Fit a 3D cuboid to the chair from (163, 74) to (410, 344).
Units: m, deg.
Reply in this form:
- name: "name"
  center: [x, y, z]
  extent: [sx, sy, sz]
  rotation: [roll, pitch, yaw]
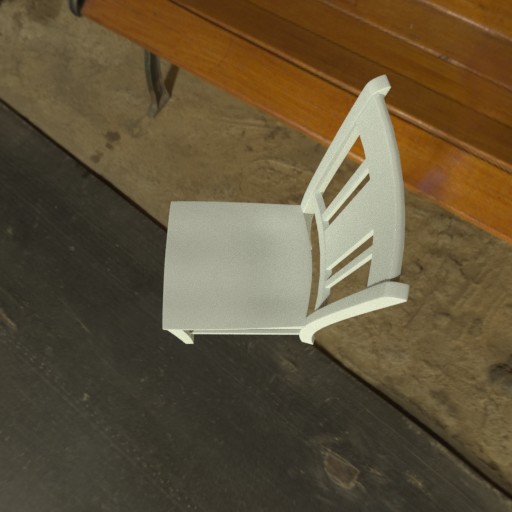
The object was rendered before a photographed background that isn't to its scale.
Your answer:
- name: "chair"
  center: [0.000, 0.000, 1.281]
  extent: [0.555, 0.998, 0.450]
  rotation: [0, 73, 0]
